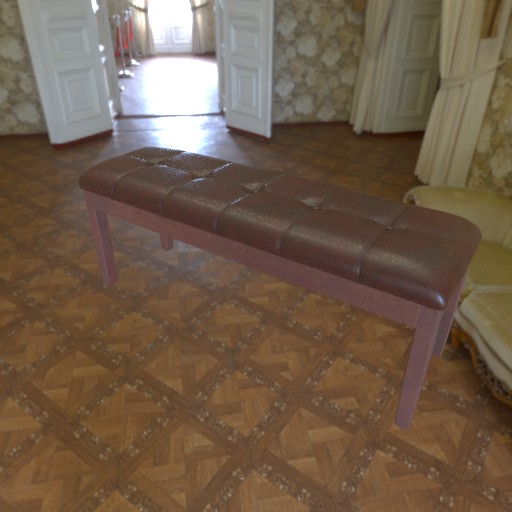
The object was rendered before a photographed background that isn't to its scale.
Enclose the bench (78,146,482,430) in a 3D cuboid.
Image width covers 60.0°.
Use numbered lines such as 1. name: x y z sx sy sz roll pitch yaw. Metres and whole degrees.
1. bench: 0.000 0.000 1.481 1.259 0.491 0.401 19 36 29
